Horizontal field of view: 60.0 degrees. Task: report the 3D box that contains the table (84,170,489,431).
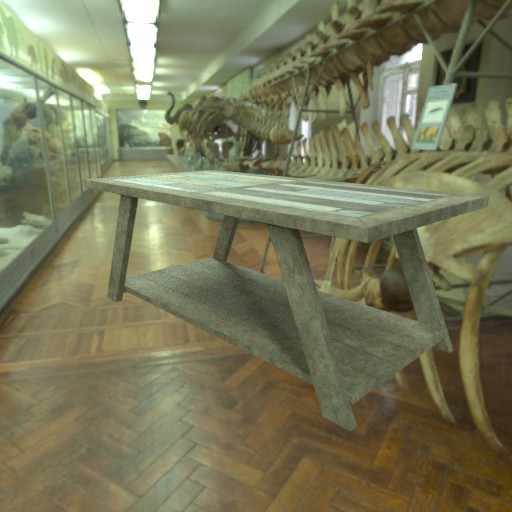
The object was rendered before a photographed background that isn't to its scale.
[{"bbox_3d":[0.000,0.000,1.501,0.610,0.470,1.219,-15,21,-42],"label":"table"}]
